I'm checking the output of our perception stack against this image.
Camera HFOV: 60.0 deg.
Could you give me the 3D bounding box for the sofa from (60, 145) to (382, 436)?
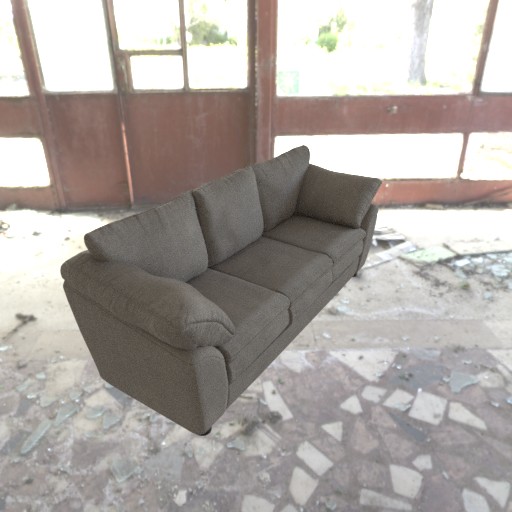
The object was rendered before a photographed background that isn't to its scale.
[{"bbox_3d":[0.000,0.000,2.919,0.878,0.996,2.334,17,32,30],"label":"sofa"}]
